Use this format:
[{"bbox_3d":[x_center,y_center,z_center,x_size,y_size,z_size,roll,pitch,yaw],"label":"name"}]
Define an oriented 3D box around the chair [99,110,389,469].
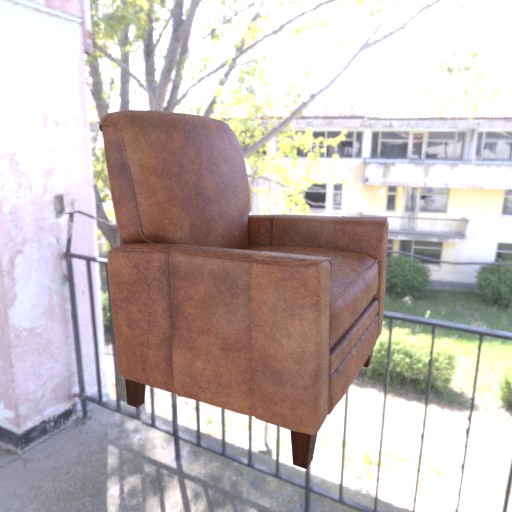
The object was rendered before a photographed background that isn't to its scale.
[{"bbox_3d":[0.000,0.000,1.654,0.836,1.043,0.843,7,15,27],"label":"chair"}]
